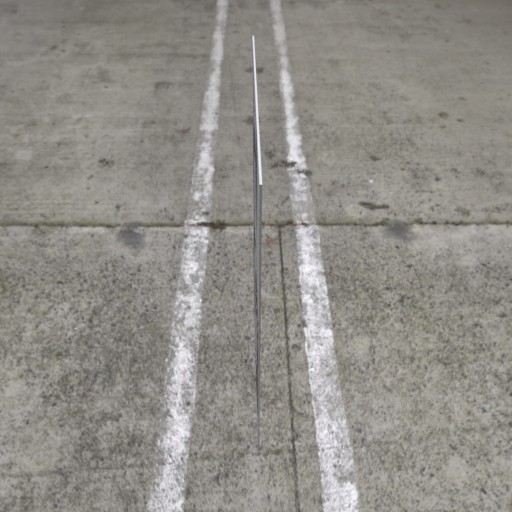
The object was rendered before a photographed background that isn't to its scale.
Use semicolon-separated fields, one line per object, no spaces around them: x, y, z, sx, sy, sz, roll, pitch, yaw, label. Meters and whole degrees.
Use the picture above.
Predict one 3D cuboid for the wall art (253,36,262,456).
0.000;0.000;0.802;0.003;0.609;0.457;-1;43;-1;wall art
